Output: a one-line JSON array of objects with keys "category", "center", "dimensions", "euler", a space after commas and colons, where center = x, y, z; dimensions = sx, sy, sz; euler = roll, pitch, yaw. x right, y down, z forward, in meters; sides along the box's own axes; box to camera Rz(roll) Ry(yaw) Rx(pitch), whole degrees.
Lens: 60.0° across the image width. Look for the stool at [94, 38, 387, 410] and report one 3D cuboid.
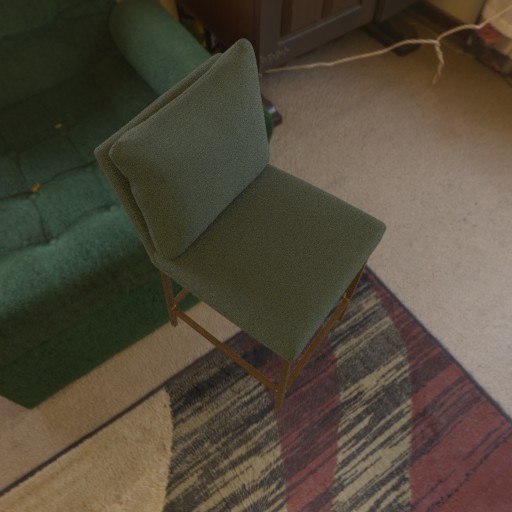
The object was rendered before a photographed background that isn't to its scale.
[{"category": "stool", "center": [0.000, 0.000, 1.324], "dimensions": [0.568, 1.032, 0.463], "euler": [33, 64, 18]}]
